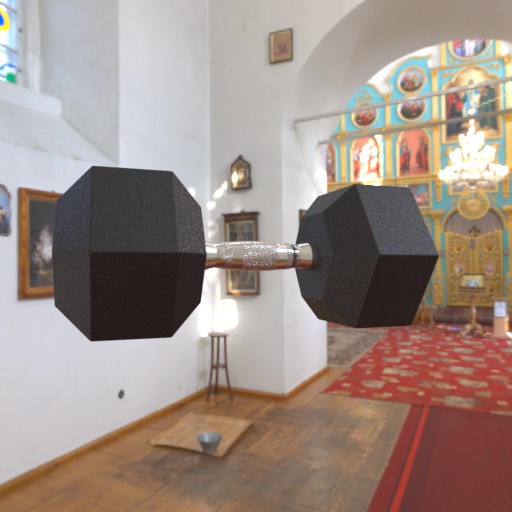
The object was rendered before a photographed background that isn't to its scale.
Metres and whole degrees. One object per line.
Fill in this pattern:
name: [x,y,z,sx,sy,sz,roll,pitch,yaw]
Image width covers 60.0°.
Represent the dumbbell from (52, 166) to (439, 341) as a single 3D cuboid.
dumbbell: [0.000,0.000,0.332,0.271,0.106,0.122,1,-2,-19]
